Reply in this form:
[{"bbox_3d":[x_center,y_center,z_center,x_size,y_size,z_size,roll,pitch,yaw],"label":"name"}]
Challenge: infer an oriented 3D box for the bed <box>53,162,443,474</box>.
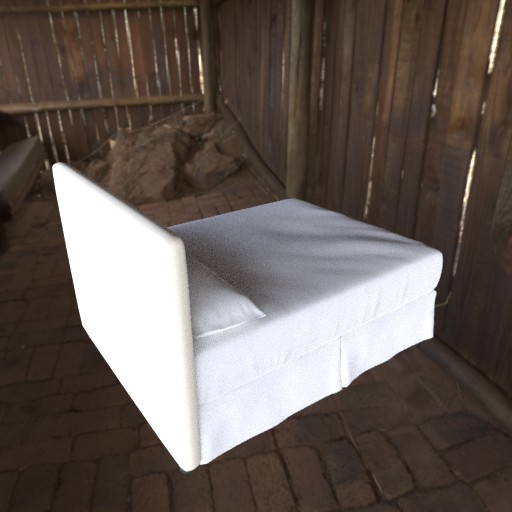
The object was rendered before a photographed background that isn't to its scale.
[{"bbox_3d":[0.000,0.000,3.119,2.147,1.330,1.714,-17,30,-33],"label":"bed"}]
